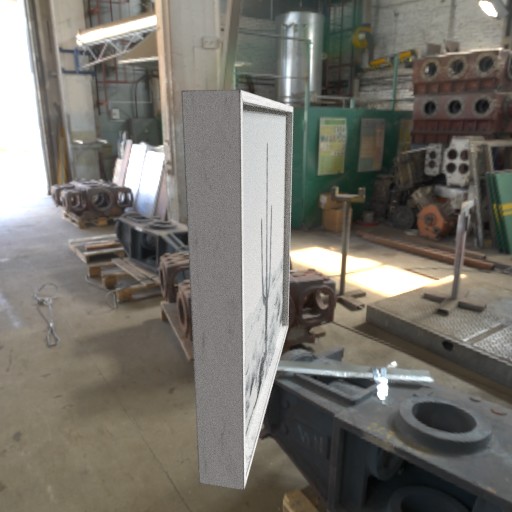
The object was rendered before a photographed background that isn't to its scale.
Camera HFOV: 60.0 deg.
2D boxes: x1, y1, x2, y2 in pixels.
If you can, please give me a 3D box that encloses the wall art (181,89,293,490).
[{"bbox_3d":[0.000,0.000,0.462,0.038,0.305,0.305,3,17,10],"label":"wall art"}]
